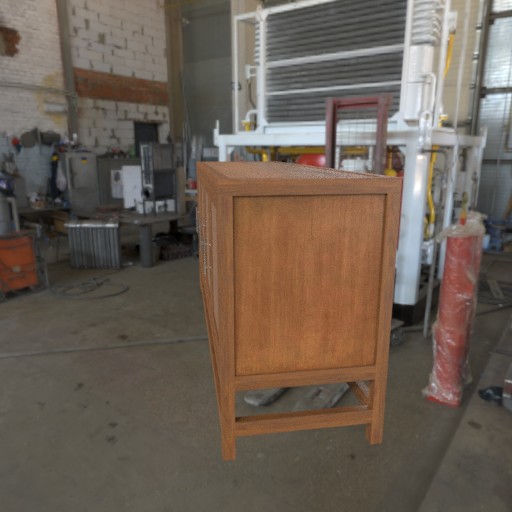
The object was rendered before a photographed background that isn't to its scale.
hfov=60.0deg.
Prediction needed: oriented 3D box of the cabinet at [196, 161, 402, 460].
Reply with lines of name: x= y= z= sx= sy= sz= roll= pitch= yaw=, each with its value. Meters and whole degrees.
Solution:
cabinet: x=0.000 y=0.000 z=2.069 sx=0.522 sy=0.820 sz=1.708 roll=-2 pitch=14 yaw=-9
